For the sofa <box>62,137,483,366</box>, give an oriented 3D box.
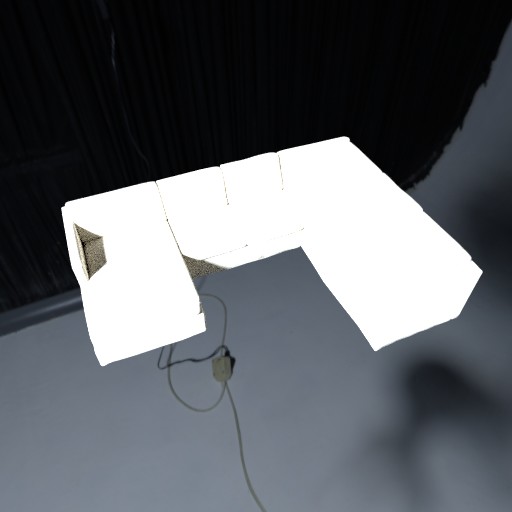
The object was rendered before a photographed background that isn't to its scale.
[{"bbox_3d":[0.000,0.000,4.496,3.464,0.882,2.448,-17,48,-16],"label":"sofa"}]
